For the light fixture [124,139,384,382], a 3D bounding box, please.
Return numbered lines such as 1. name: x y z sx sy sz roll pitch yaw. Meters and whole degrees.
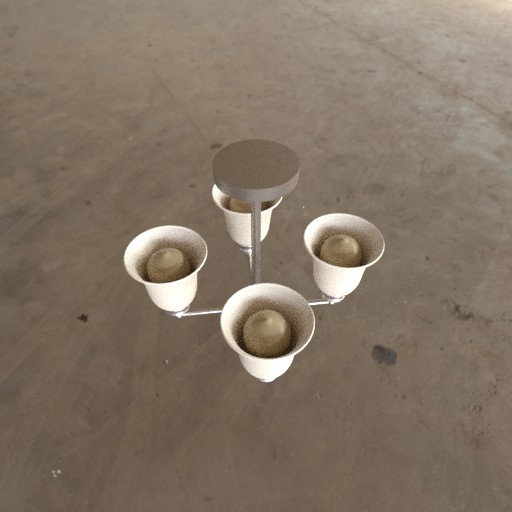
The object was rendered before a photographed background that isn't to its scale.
1. light fixture: 0.000 0.000 0.744 0.427 0.370 0.427 -5 46 -4
